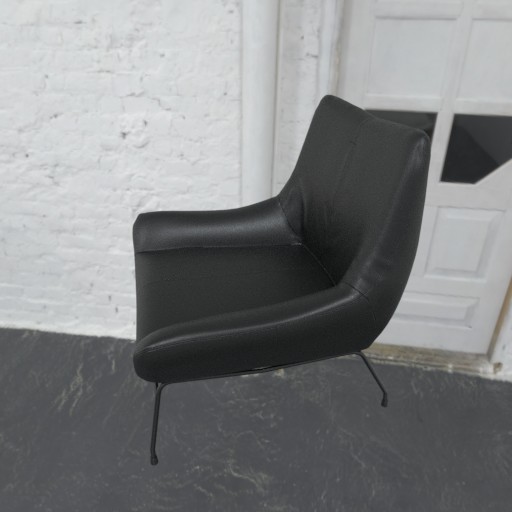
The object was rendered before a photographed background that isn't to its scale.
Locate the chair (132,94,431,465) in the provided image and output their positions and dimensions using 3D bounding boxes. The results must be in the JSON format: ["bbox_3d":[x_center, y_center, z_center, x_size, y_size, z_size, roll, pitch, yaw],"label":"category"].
[{"bbox_3d":[0.000,0.000,1.494,0.826,0.922,0.836,-7,29,-12],"label":"chair"}]
